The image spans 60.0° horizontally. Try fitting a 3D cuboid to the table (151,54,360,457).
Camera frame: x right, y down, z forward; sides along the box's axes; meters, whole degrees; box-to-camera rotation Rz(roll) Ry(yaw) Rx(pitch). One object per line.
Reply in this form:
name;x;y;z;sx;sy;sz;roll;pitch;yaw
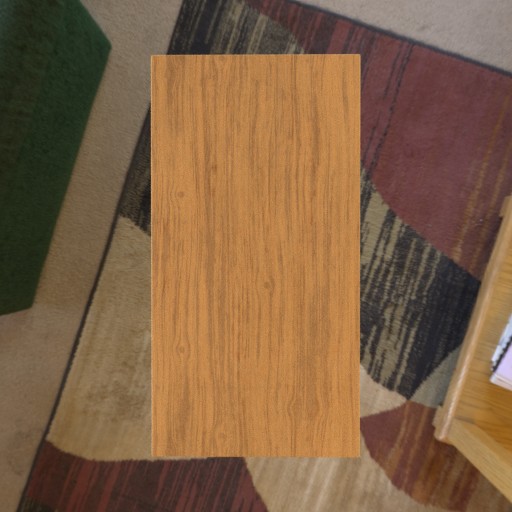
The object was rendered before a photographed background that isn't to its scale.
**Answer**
table;0.000;0.000;1.683;0.693;0.445;1.331;0;90;1
